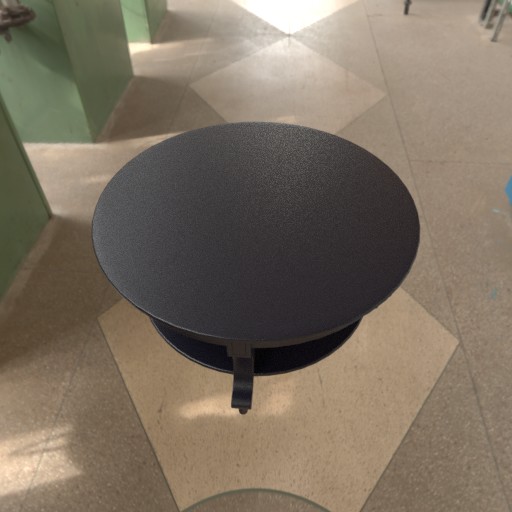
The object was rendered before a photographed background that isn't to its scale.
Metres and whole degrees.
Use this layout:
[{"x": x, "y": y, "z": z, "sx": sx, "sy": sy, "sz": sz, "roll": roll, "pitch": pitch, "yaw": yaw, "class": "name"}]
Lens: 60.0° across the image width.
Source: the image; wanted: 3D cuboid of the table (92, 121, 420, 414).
[{"x": 0.000, "y": 0.000, "z": 1.600, "sx": 1.029, "sy": 0.491, "sz": 1.029, "roll": 0, "pitch": 47, "yaw": 0, "class": "table"}]
